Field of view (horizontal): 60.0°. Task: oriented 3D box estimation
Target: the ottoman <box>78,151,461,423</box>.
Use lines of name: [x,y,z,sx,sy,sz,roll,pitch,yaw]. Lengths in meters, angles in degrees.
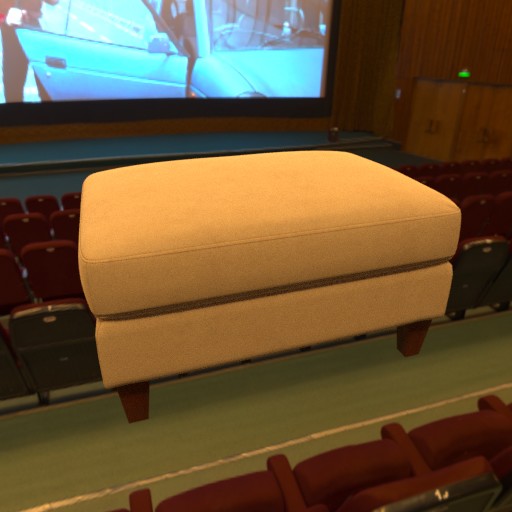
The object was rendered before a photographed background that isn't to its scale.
ottoman: [0.000,0.000,1.213,0.864,0.483,0.584,-8,27,-16]
